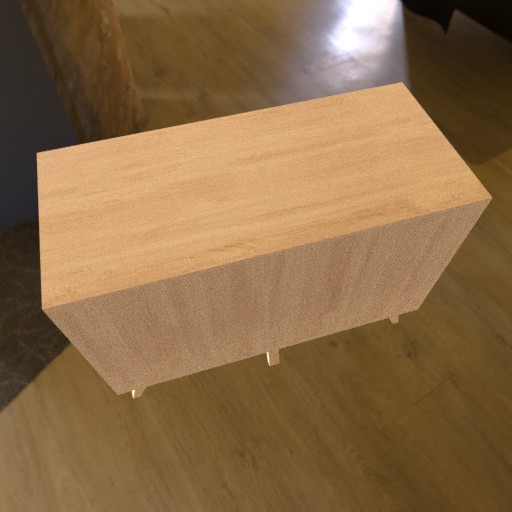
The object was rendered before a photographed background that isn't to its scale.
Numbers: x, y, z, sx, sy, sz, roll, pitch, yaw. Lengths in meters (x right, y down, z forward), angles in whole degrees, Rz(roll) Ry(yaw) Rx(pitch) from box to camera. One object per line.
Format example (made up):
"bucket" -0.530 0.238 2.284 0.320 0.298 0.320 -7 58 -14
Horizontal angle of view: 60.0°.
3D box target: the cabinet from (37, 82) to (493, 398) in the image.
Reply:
"cabinet" 0.000 0.000 1.500 1.110 0.780 0.500 -14 57 -9
